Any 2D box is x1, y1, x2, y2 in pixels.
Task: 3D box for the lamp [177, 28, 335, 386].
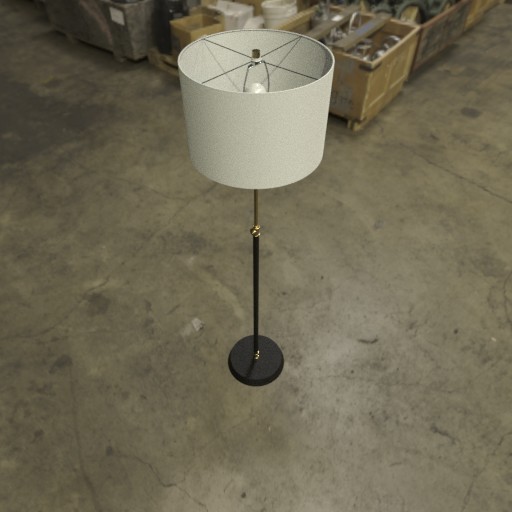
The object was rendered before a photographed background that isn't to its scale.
[{"bbox_3d":[0.000,0.000,1.682,0.404,1.517,0.404,32,54,27],"label":"lamp"}]
